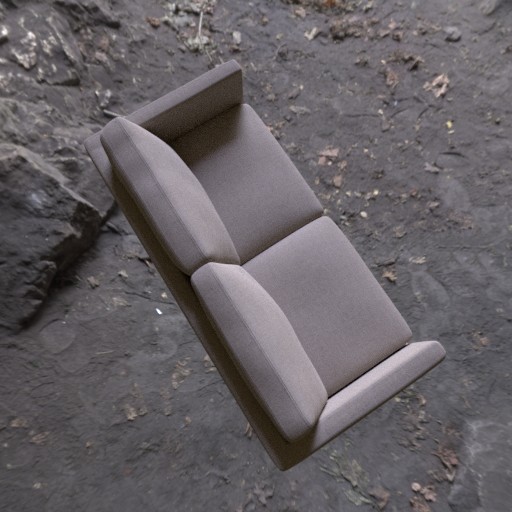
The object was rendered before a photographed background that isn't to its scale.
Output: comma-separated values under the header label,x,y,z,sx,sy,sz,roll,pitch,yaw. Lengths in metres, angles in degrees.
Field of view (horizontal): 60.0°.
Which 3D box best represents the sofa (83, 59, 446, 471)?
label,x,y,z,sx,sy,sz,roll,pitch,yaw
sofa,0.000,0.000,2.409,0.951,0.947,1.884,-32,79,-7
